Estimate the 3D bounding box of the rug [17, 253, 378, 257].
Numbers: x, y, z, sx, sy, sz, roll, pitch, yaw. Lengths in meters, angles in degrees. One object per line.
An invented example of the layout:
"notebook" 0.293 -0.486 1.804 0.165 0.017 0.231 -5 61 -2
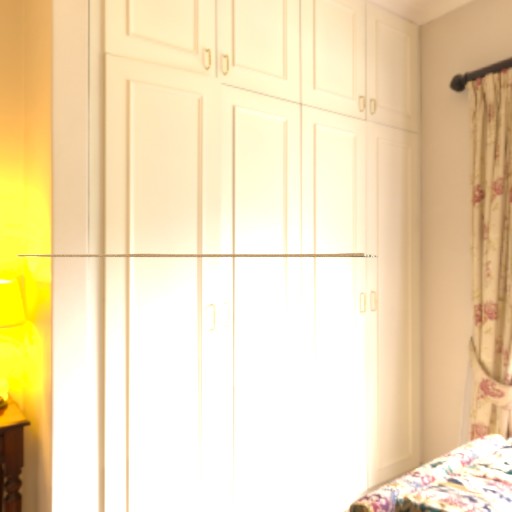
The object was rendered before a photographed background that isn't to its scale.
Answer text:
"rug" 0.000 0.000 2.938 1.521 0.015 2.436 0 0 16
